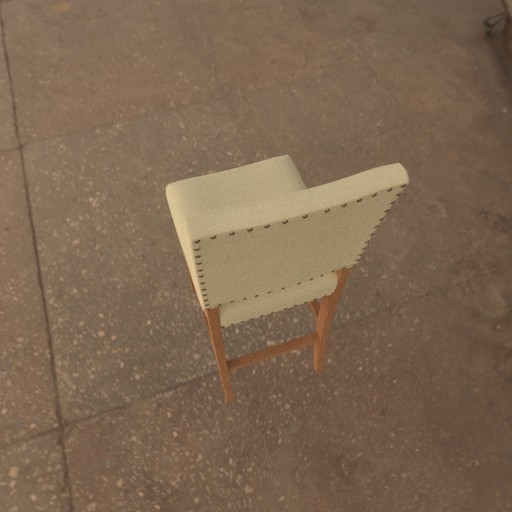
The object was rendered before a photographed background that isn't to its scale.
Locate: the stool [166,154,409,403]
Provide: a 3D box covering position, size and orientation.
[{"bbox_3d":[0.000,0.000,1.430,0.445,1.168,0.584,-16,59,-10],"label":"stool"}]
